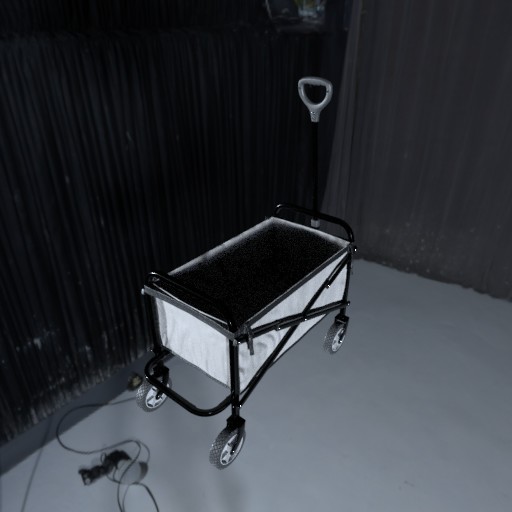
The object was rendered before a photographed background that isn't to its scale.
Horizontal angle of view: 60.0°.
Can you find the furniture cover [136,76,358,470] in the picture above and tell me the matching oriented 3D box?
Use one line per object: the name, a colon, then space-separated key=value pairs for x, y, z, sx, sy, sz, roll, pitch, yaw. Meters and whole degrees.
furniture cover: x=0.000 y=0.000 z=1.817 sx=0.532 sy=1.295 sz=1.038 roll=22 pitch=36 yaw=33
